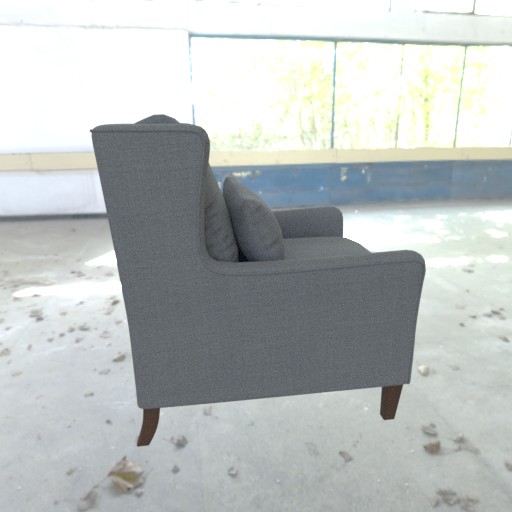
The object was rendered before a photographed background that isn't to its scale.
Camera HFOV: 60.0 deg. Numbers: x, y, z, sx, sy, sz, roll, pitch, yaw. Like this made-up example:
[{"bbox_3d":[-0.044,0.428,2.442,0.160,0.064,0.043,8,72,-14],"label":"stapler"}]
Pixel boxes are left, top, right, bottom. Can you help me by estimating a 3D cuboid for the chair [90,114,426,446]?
[{"bbox_3d":[0.000,0.000,1.751,1.040,1.056,0.866,-3,17,-9],"label":"chair"}]
